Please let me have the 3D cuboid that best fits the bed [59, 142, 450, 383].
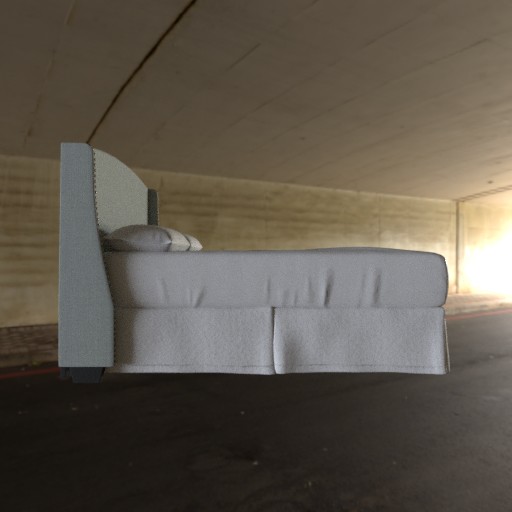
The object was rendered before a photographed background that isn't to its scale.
[{"bbox_3d":[0.000,0.000,3.295,2.237,1.407,1.710,0,0,-1],"label":"bed"}]
